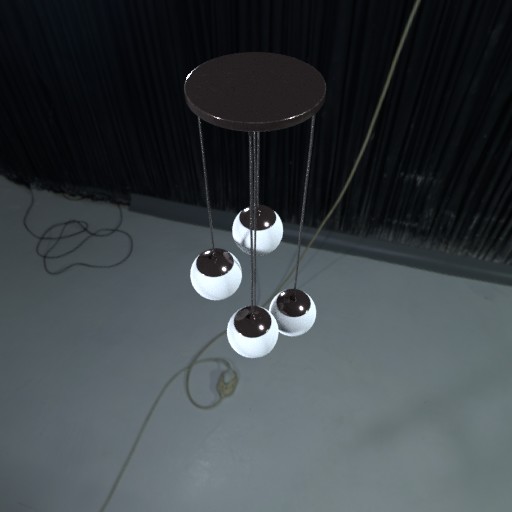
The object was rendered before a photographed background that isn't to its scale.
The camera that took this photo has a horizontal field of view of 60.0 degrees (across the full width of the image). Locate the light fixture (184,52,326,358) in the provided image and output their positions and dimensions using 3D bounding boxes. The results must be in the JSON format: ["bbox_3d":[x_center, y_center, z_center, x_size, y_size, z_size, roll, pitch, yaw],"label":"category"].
[{"bbox_3d":[0.000,0.000,1.558,0.484,1.271,0.489,10,50,9],"label":"light fixture"}]
